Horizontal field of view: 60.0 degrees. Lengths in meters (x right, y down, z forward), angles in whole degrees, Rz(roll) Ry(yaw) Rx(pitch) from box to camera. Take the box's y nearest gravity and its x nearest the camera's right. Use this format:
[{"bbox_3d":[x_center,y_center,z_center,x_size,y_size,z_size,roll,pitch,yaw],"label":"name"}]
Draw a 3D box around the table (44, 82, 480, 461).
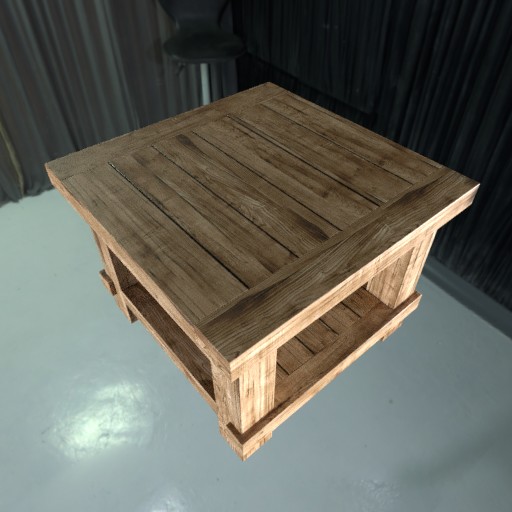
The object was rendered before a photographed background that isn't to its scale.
[{"bbox_3d":[0.000,0.000,1.033,0.610,0.457,0.610,-31,52,-28],"label":"table"}]
